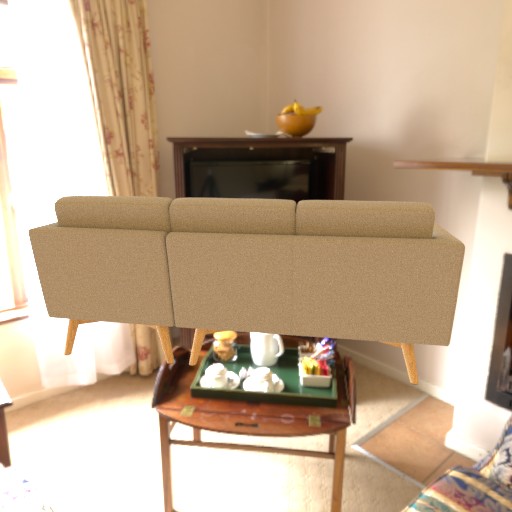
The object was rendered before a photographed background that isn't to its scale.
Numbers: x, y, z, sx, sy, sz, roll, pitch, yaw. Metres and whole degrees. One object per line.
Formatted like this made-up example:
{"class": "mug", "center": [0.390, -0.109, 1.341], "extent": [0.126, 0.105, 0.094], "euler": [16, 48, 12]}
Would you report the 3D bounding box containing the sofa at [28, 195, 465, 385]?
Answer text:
{"class": "sofa", "center": [0.000, 0.000, 2.782], "extent": [2.040, 0.860, 1.530], "euler": [2, 14, 10]}
